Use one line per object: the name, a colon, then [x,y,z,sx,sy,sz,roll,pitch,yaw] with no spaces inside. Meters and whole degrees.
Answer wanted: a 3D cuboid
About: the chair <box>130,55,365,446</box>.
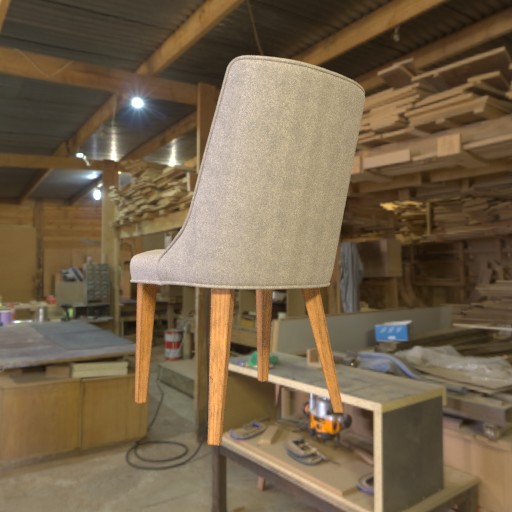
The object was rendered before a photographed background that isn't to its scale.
chair: [0.000,0.000,1.305,0.548,0.916,0.636,1,-2,-35]
